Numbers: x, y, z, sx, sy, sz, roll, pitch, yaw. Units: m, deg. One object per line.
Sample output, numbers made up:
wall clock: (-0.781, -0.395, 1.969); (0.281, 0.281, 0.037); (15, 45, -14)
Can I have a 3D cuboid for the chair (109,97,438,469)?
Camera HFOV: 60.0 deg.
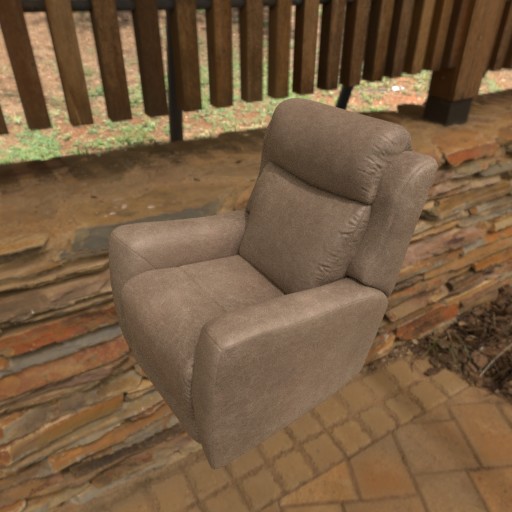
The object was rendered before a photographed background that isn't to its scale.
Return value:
chair: (0.000, 0.000, 1.908); (1.068, 1.116, 0.967); (-21, 38, -29)
